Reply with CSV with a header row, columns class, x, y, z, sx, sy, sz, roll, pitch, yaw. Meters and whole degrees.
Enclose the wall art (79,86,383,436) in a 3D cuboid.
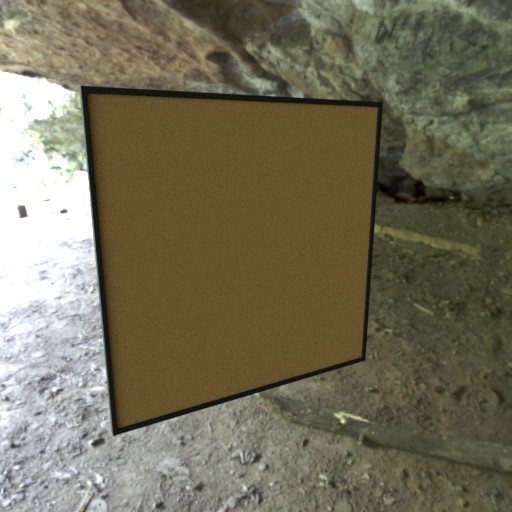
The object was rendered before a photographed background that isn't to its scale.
class,x,y,z,sx,sy,sz,roll,pitch,yaw
wall art,0.000,0.000,0.670,0.458,0.457,0.013,-8,16,-28
